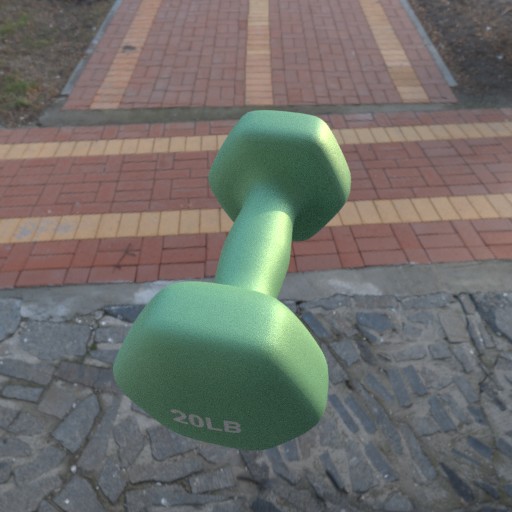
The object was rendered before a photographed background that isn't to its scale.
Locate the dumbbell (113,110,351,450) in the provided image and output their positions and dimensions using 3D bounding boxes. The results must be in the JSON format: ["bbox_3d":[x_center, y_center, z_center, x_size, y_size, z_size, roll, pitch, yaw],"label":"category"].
[{"bbox_3d":[0.000,0.000,0.331,0.129,0.117,0.260,9,47,9],"label":"dumbbell"}]
